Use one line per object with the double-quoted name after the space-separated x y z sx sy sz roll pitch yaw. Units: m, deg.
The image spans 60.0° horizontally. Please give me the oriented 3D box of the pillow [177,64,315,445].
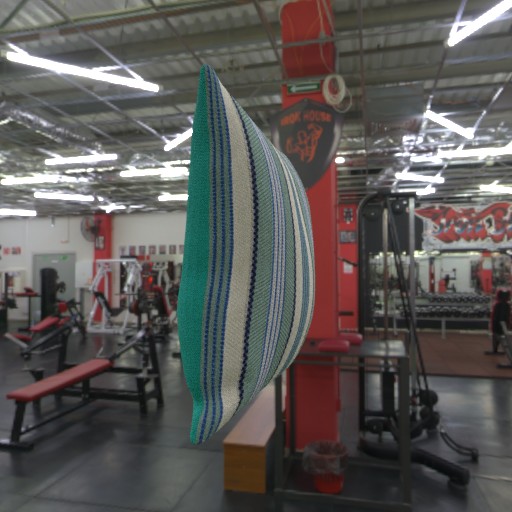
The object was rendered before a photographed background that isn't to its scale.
0.000 0.000 0.710 0.182 0.441 0.440 0 -2 16 "pillow"
